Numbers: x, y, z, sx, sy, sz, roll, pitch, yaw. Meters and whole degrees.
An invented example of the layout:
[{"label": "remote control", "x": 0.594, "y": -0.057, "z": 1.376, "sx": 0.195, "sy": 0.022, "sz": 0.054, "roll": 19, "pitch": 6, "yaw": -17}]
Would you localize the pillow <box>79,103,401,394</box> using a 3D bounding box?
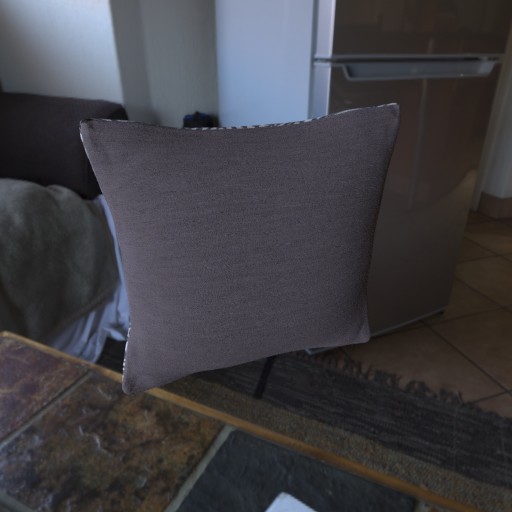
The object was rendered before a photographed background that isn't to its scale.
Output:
[{"label": "pillow", "x": 0.000, "y": 0.000, "z": 0.659, "sx": 0.436, "sy": 0.417, "sz": 0.148, "roll": -8, "pitch": 28, "yaw": -16}]
